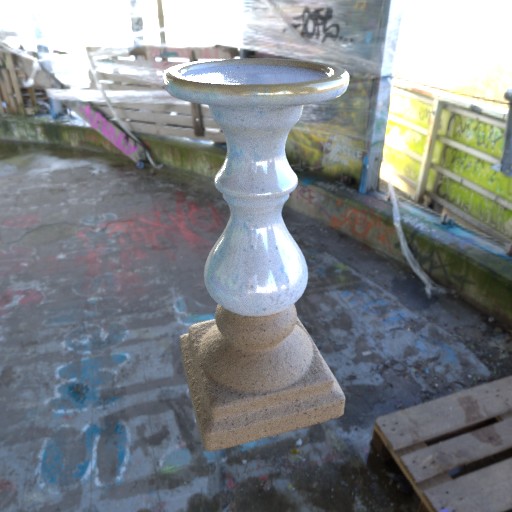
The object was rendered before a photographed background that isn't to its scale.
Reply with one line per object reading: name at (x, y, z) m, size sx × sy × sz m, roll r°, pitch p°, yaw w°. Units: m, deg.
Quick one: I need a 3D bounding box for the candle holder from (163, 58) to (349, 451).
candle holder at (0.000, 0.000, 0.305) m, size 0.110 × 0.239 × 0.110 m, roll -9°, pitch 32°, yaw -15°
